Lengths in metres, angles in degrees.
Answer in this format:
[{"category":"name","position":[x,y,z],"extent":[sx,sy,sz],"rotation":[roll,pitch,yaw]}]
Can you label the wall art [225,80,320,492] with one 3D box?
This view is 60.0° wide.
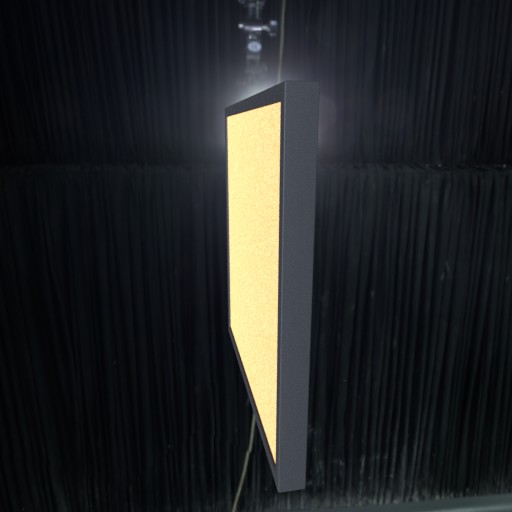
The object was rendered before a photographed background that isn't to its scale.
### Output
[{"category":"wall art","position":[0.000,0.000,0.759],"extent":[0.037,0.508,0.508],"rotation":[-3,16,-10]}]
